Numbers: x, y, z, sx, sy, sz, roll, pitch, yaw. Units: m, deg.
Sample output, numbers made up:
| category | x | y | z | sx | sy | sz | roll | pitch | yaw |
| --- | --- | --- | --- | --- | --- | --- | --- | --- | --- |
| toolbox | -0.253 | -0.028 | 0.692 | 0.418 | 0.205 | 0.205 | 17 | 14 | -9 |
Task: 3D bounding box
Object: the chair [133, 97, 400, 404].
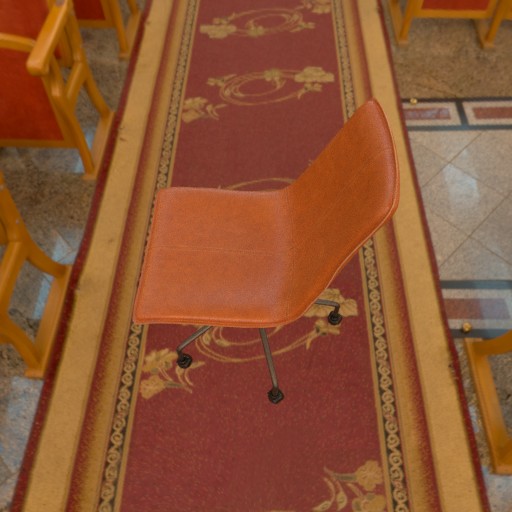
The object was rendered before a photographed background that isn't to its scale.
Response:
| category | x | y | z | sx | sy | sz | roll | pitch | yaw |
| --- | --- | --- | --- | --- | --- | --- | --- | --- | --- |
| chair | 0.000 | 0.000 | 1.331 | 0.660 | 0.920 | 0.651 | 2 | 57 | 1 |
